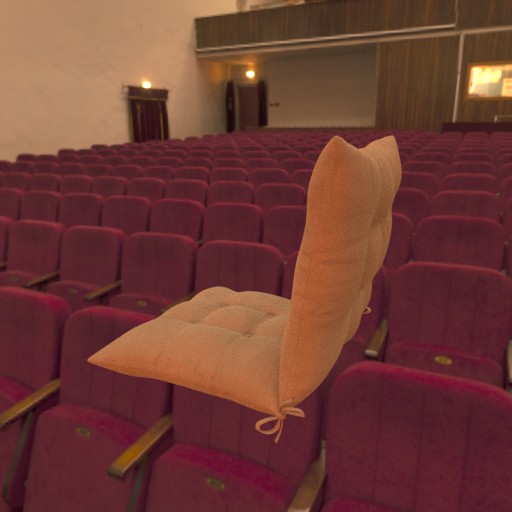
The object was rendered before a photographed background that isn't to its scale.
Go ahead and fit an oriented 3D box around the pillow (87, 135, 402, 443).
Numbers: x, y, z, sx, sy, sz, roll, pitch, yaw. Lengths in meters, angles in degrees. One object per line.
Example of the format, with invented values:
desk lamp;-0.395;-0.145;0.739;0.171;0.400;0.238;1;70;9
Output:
pillow;0.000;0.000;1.014;0.585;0.536;0.541;7;17;25
